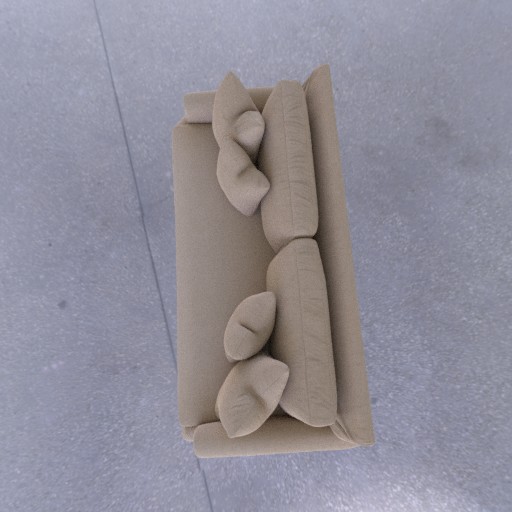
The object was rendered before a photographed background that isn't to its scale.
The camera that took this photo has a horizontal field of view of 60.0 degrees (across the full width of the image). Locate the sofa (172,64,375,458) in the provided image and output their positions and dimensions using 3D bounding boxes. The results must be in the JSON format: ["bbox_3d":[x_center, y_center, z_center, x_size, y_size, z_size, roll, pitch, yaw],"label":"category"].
[{"bbox_3d":[0.000,0.000,2.769,1.067,0.904,2.285,-4,76,-1],"label":"sofa"}]
